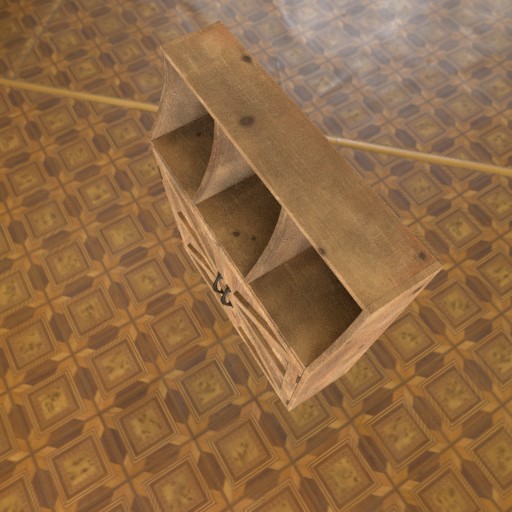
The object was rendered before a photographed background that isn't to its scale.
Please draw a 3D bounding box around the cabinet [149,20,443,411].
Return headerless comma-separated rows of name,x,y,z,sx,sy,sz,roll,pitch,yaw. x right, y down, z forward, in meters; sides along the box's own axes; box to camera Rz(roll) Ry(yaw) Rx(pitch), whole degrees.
cabinet,0.000,0.000,0.828,0.184,0.590,0.489,-30,68,-14
